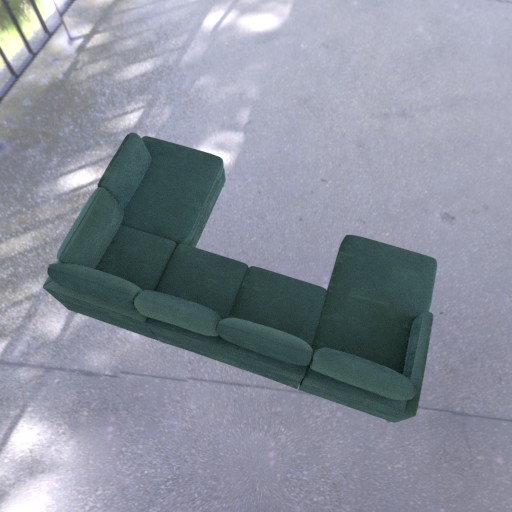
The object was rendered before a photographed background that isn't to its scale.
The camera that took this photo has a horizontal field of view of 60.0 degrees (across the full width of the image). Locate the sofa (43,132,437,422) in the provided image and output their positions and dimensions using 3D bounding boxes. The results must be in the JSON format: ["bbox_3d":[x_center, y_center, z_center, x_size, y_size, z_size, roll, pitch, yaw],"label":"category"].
[{"bbox_3d":[0.000,0.000,4.383,3.434,0.992,2.055,17,65,8],"label":"sofa"}]
